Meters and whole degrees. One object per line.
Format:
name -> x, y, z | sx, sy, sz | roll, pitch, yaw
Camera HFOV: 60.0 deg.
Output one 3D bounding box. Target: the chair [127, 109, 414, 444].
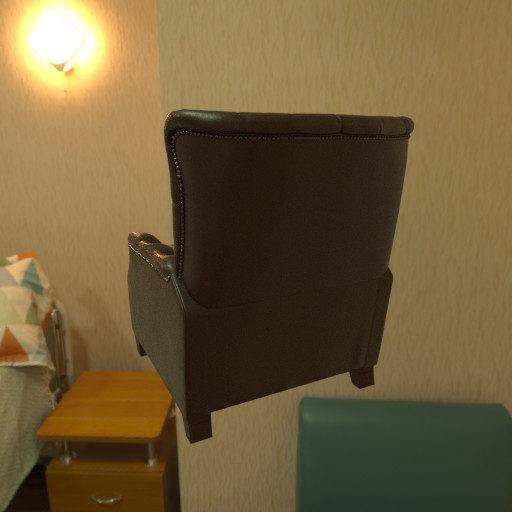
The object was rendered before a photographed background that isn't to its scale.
chair -> 0.000, 0.000, 1.453 | 0.709, 0.864, 0.823 | -8, 16, -27
